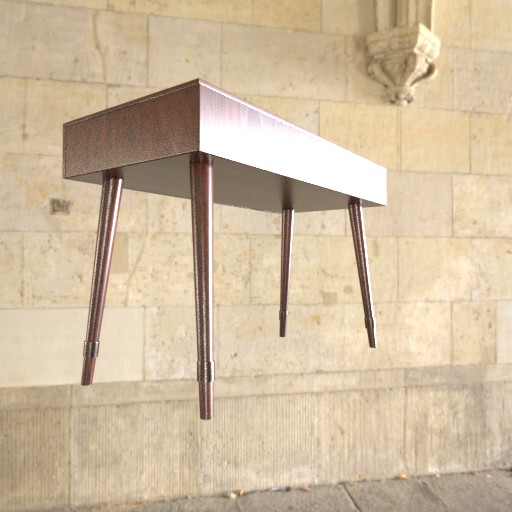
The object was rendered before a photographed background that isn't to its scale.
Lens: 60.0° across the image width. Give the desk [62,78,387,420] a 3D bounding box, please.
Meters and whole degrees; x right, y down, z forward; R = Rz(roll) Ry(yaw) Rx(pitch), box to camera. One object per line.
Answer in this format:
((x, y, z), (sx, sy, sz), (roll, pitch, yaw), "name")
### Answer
((0.000, 0.000, 2.157), (0.734, 1.031, 1.577), (-1, -1, 36), "desk")
